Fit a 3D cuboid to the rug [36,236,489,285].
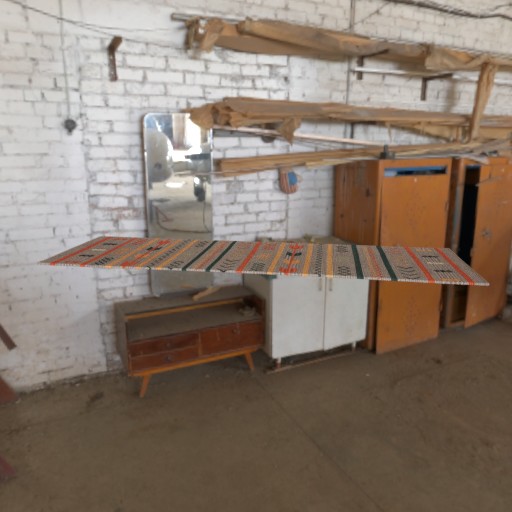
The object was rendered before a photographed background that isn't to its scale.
[{"bbox_3d":[0.000,0.000,2.692,2.419,0.022,0.744,2,15,8],"label":"rug"}]
